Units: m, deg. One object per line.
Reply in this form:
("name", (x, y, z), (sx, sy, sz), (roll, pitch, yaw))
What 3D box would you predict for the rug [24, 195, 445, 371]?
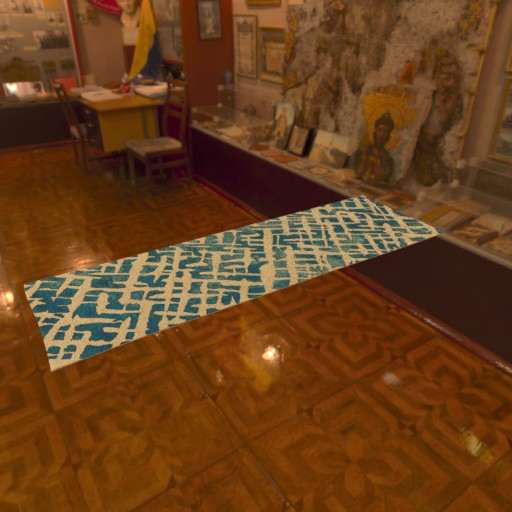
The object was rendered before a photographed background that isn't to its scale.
("rug", (0.000, 0.000, 2.640), (2.446, 0.011, 0.768), (-17, 33, -27))
